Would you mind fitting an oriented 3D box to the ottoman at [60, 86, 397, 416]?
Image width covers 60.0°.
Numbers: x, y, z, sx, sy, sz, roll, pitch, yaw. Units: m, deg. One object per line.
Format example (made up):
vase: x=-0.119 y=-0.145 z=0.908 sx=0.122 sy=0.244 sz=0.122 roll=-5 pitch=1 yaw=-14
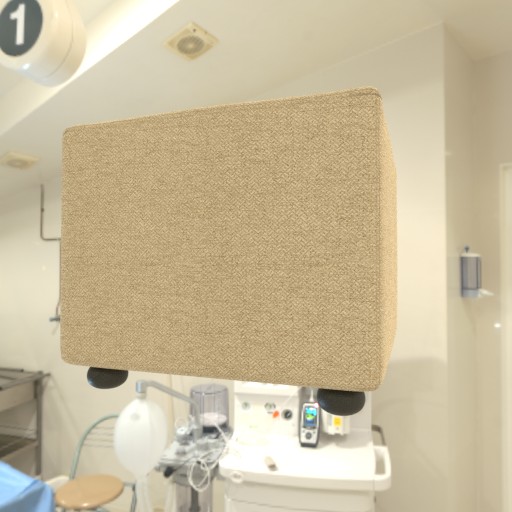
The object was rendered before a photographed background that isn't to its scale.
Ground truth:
ottoman: x=0.000 y=0.000 z=0.848 sx=0.508 sy=0.432 sz=0.508 roll=0 pitch=-1 yaw=20
